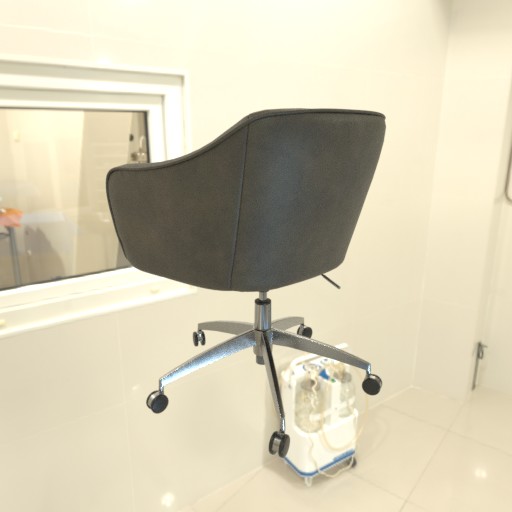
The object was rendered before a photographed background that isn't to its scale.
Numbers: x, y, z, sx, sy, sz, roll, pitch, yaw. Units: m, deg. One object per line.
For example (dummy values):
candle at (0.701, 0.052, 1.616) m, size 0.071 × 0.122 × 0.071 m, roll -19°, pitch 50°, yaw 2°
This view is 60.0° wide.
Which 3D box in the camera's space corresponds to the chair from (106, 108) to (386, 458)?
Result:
chair at (0.000, 0.000, 1.344) m, size 0.713 × 0.827 × 0.689 m, roll -15°, pitch 21°, yaw -42°
